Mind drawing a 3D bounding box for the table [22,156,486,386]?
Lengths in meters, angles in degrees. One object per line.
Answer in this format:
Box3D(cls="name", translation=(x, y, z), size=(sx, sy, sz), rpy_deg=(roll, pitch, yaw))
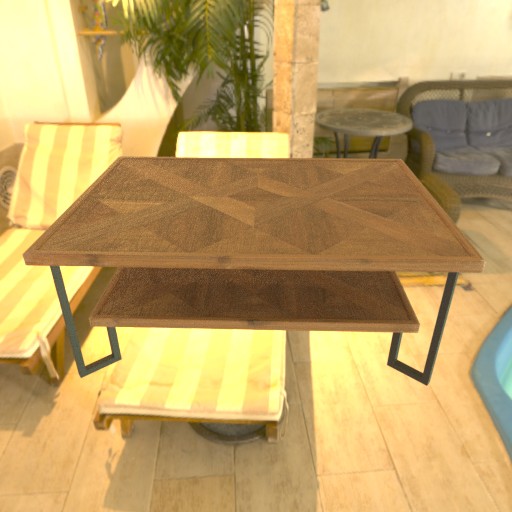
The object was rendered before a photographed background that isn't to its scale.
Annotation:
Box3D(cls="table", translation=(0.000, 0.000, 1.679), size=(1.238, 0.492, 0.877), rpy_deg=(1, 30, 1))
